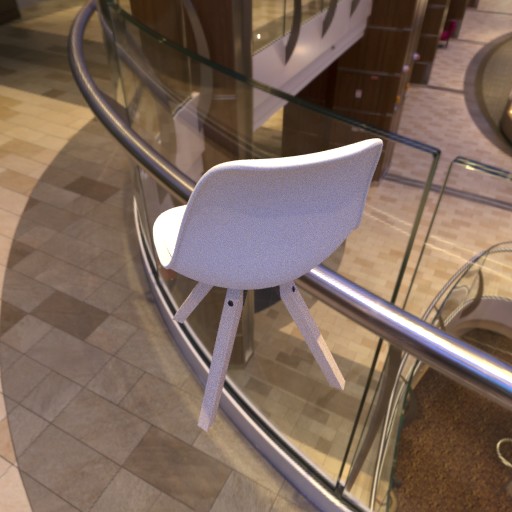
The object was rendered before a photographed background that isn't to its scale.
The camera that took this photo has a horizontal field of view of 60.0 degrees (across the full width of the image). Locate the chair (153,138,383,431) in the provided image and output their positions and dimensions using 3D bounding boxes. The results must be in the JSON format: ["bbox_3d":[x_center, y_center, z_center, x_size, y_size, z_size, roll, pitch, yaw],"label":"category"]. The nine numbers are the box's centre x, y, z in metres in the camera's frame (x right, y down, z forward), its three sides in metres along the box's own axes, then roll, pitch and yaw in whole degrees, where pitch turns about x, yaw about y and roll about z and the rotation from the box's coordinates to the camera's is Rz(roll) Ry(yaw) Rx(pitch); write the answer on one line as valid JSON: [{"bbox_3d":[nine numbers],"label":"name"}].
[{"bbox_3d":[0.000,0.000,1.136,0.485,0.850,0.550,-12,43,-13],"label":"chair"}]
